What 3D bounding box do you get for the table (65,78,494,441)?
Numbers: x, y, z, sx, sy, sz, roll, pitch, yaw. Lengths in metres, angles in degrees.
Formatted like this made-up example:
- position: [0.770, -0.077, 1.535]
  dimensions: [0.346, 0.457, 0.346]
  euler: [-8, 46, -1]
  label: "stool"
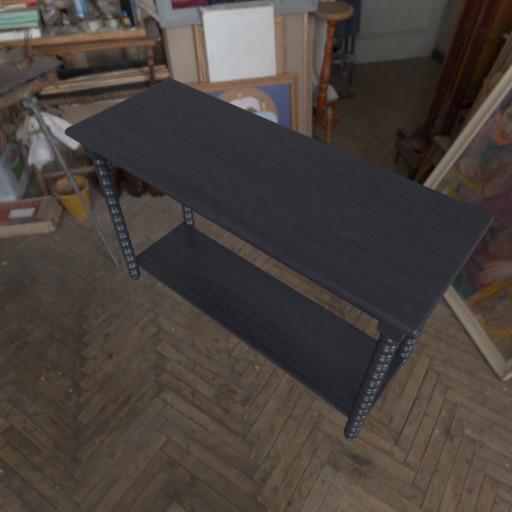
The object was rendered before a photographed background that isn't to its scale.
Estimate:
- position: [0.000, 0.000, 1.512]
  dimensions: [1.184, 0.735, 0.459]
  euler: [31, 54, 25]
  label: "table"
